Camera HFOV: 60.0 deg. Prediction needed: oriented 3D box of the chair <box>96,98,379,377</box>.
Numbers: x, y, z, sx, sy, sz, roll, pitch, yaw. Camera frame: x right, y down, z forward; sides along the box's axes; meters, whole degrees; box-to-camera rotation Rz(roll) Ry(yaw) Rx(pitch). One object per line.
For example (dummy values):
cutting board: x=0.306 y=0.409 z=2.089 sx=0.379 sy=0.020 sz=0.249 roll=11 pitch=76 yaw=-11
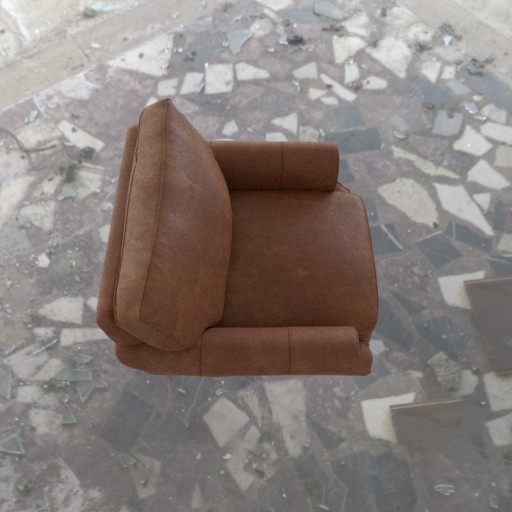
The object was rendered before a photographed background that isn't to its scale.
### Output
chair: x=0.000 y=0.000 z=1.786 sx=0.986 sy=0.962 sz=0.983 roll=0 pitch=65 yaw=0
